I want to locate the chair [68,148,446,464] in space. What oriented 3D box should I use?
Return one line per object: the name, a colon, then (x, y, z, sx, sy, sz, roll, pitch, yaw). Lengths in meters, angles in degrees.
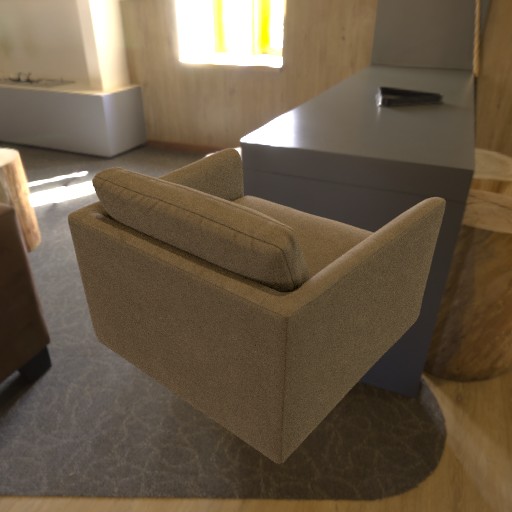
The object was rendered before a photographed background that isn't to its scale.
chair: (0.000, 0.000, 1.906, 1.190, 0.845, 1.091, 21, 36, 32)
